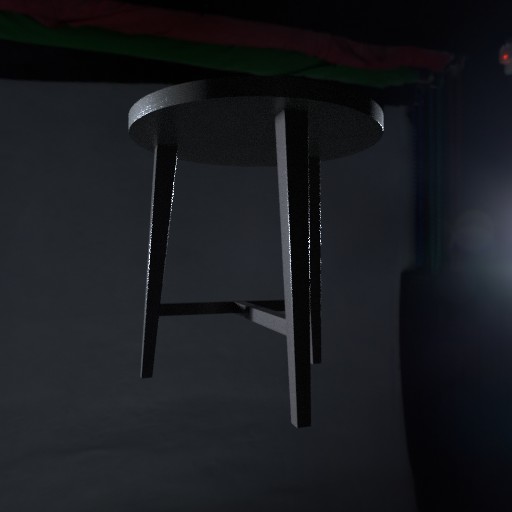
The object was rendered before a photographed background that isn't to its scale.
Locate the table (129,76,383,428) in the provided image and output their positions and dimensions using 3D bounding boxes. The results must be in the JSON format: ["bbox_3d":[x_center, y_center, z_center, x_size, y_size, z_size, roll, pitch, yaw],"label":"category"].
[{"bbox_3d":[0.000,0.000,0.904,0.500,0.531,0.500,0,0,0],"label":"table"}]
